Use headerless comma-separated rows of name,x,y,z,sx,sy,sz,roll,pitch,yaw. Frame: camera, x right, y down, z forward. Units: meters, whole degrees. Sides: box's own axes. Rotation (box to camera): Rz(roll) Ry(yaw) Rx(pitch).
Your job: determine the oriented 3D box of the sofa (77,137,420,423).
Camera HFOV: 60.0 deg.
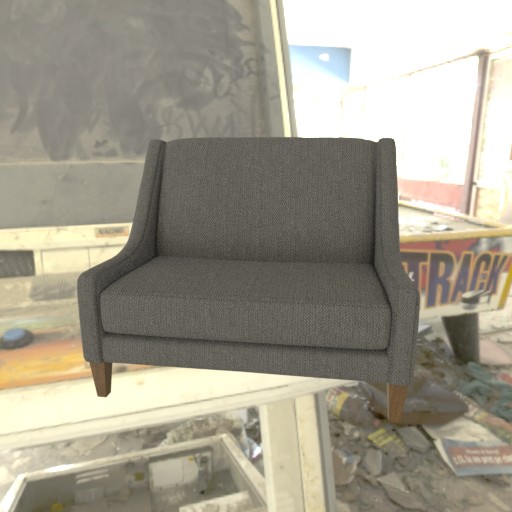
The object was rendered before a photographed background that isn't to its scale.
sofa,0.000,0.000,1.932,1.242,1.022,0.873,2,14,8
